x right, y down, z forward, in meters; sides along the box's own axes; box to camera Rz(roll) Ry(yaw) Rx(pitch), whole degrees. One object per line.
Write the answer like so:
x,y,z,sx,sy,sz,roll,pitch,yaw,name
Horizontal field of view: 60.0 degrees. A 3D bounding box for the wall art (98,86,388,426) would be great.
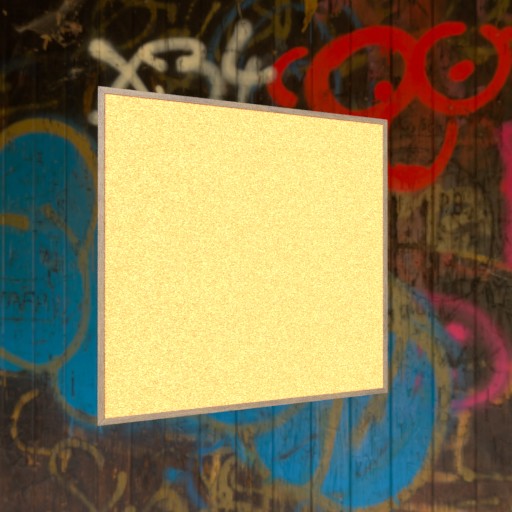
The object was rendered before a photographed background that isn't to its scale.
0.000,0.000,1.129,0.758,0.758,0.039,0,0,-19,wall art
